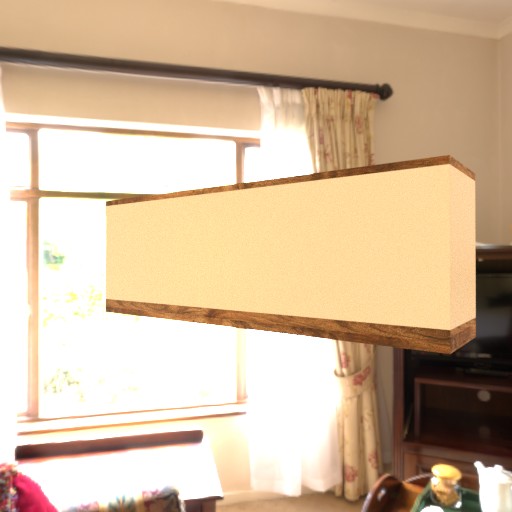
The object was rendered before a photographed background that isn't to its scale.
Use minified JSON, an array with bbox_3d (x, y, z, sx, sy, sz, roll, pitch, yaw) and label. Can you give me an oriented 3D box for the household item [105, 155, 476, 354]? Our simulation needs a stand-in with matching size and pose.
[{"bbox_3d":[0.000,0.000,2.068,1.800,0.615,0.390,0,-1,37],"label":"household item"}]
